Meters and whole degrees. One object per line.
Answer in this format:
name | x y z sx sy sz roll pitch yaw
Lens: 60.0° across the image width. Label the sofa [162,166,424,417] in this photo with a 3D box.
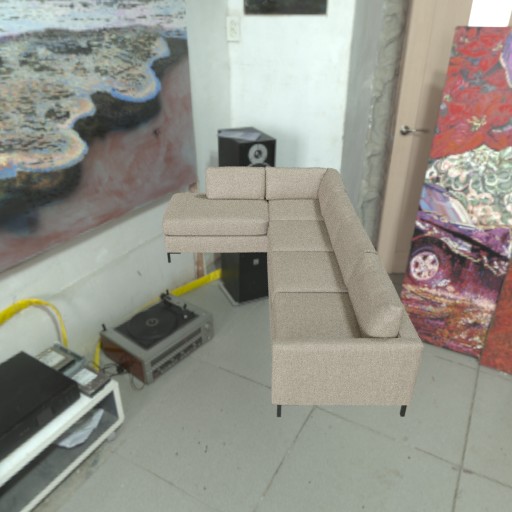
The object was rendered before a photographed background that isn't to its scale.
sofa | 0.000 0.000 3.252 1.617 0.703 2.423 0 28 0
